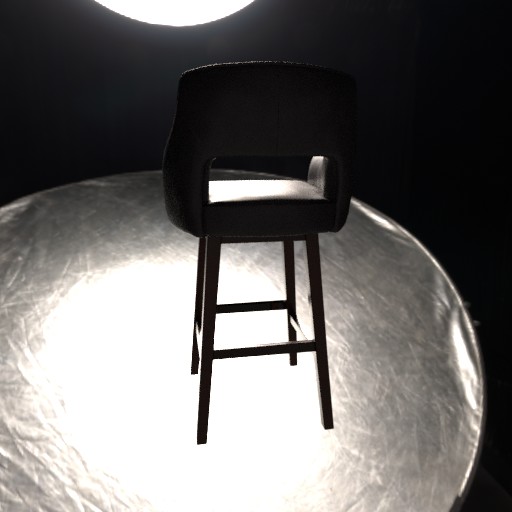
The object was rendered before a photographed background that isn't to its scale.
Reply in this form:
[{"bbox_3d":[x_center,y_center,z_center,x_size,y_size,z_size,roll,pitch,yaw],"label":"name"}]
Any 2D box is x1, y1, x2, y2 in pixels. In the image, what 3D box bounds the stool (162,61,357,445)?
[{"bbox_3d":[0.000,0.000,1.389,0.550,1.041,0.560,-3,14,-10],"label":"stool"}]
